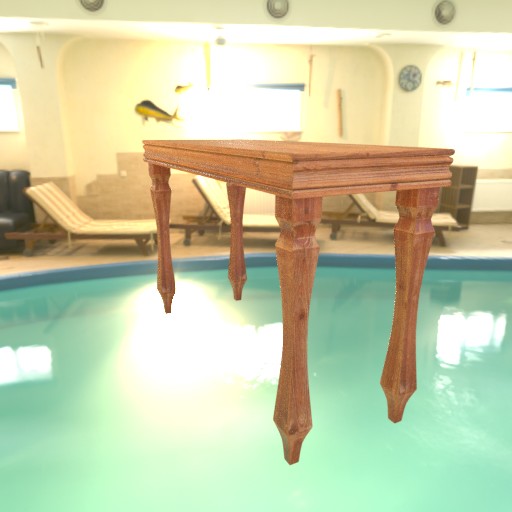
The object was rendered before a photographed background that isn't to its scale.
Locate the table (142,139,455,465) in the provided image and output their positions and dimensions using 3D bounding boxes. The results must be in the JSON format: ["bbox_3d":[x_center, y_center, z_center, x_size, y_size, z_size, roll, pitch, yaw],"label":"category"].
[{"bbox_3d":[0.000,0.000,1.769,0.522,0.873,1.330,-8,18,-27],"label":"table"}]
